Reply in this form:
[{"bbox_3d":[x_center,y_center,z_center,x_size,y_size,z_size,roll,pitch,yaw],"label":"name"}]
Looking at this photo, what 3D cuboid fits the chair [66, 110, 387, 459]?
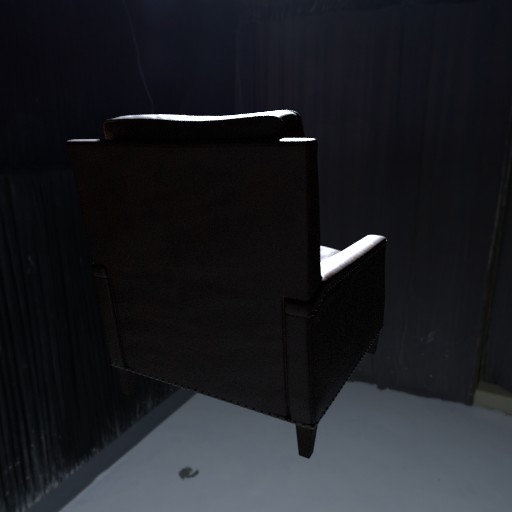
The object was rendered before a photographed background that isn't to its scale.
[{"bbox_3d":[0.000,0.000,1.778,0.854,1.054,1.035,8,16,28],"label":"chair"}]
